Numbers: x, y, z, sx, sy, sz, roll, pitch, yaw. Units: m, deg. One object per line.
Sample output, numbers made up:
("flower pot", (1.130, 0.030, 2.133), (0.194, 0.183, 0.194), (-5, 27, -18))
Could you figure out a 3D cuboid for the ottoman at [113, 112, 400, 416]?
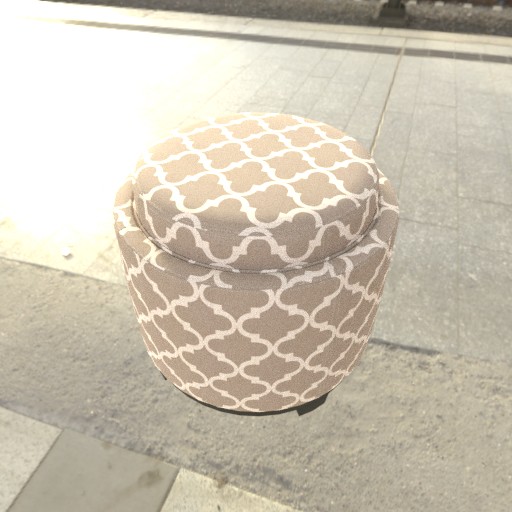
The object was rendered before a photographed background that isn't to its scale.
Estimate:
("ottoman", (0.000, 0.000, 0.841), (0.480, 0.429, 0.480), (0, 41, 0))
